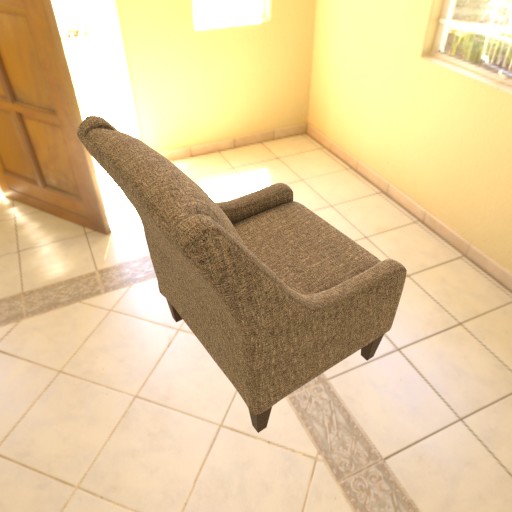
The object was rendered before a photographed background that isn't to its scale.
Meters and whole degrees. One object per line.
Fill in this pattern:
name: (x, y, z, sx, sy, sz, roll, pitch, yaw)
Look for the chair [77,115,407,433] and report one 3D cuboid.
chair: (0.000, 0.000, 1.648, 0.870, 1.014, 0.774, -24, 46, -26)
